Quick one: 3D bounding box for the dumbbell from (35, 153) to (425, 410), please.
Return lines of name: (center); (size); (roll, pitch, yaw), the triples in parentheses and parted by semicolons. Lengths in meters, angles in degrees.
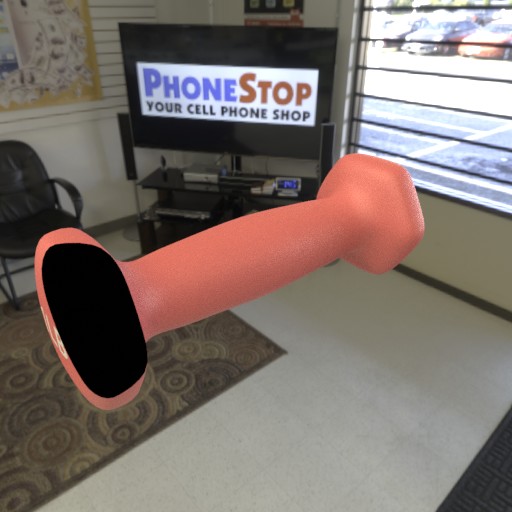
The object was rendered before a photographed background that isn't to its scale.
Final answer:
dumbbell: (0.000, 0.000, 0.139); (0.123, 0.043, 0.047); (-21, 35, -32)
